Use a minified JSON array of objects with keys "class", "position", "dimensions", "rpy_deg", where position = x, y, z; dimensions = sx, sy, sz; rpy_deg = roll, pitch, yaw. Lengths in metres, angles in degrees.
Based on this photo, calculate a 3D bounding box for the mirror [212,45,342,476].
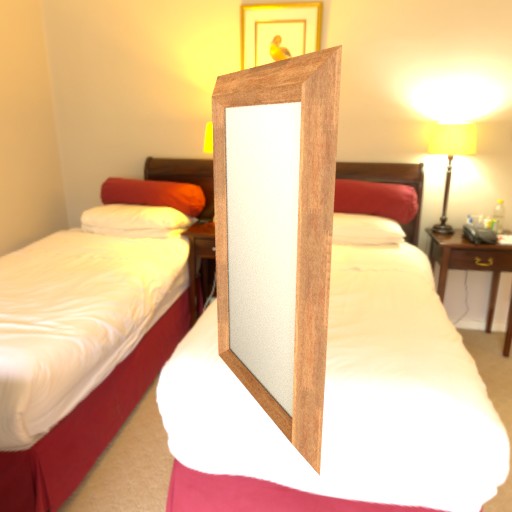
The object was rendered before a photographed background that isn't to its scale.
[{"class":"mirror","position":[0.000,0.000,1.261],"dimensions":[0.047,1.010,0.651],"rpy_deg":[-8,18,-25]}]
